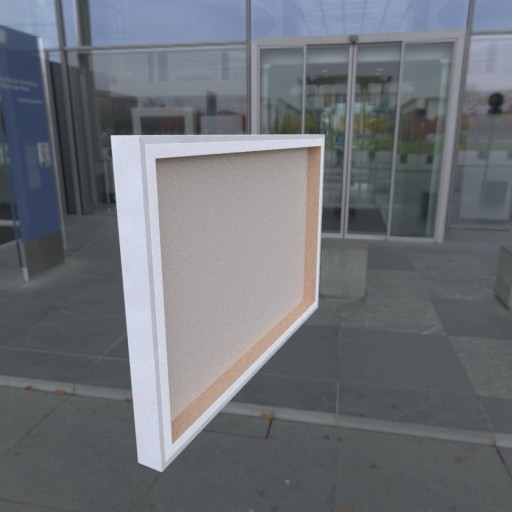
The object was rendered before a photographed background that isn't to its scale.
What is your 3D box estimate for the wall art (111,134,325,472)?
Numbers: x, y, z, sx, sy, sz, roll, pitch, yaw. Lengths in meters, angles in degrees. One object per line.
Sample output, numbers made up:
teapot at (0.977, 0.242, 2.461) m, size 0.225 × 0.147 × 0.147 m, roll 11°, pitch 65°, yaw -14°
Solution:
wall art at (0.000, 0.000, 0.772) m, size 0.038 × 0.407 × 0.609 m, roll 7°, pitch 17°, yaw 25°
